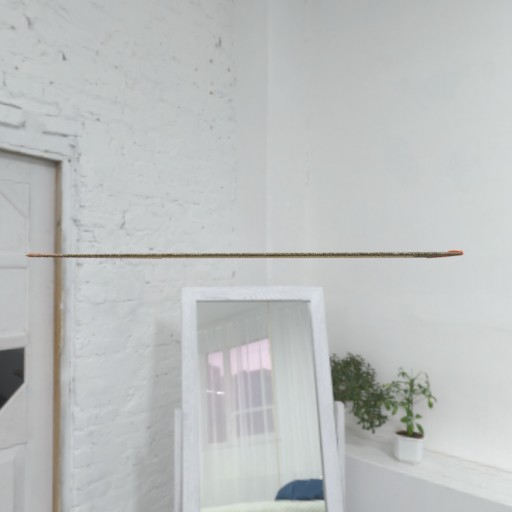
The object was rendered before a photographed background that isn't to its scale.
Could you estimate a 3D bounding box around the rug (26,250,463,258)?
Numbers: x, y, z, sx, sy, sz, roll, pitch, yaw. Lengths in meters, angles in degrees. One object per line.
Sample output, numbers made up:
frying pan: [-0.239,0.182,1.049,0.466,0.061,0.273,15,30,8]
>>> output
rug: [0.000,0.000,2.295,1.838,0.019,1.220,0,-1,18]
